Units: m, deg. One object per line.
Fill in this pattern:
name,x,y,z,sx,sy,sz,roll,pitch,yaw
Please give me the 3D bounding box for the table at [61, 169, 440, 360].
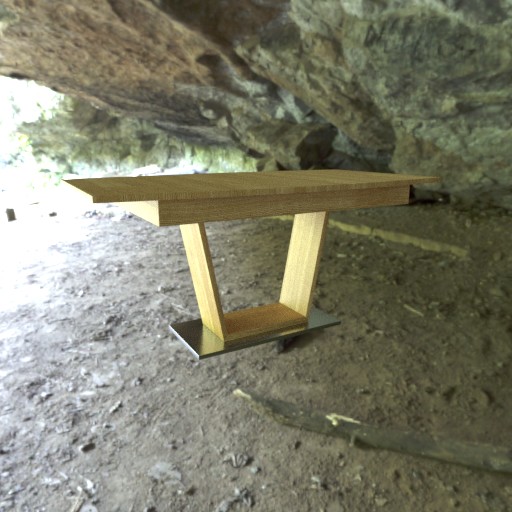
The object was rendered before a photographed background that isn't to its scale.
table,0.000,0.000,2.159,1.598,0.748,0.900,-8,16,-29
